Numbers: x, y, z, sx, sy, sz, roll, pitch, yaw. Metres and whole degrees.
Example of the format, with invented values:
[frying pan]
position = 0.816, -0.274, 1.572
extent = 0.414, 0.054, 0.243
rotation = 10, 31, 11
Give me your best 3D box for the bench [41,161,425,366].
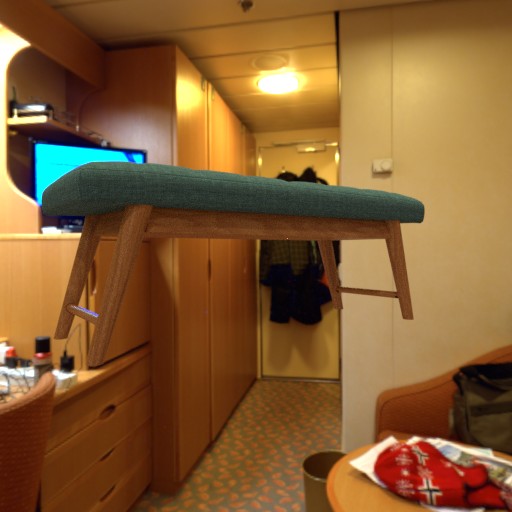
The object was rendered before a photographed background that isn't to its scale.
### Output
[bench]
position = 0.000, 0.000, 1.338
extent = 1.118, 0.432, 0.406
rotation = 0, 1, -35
